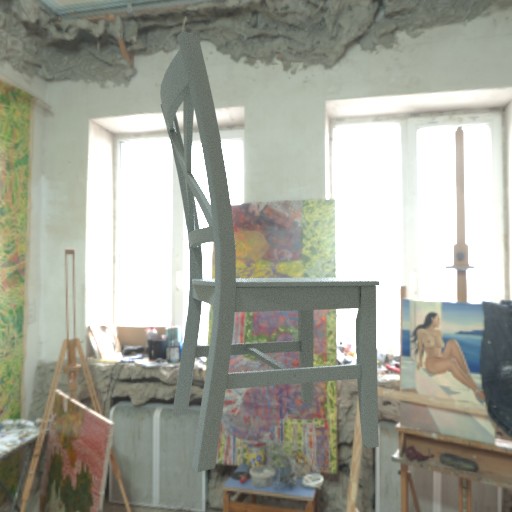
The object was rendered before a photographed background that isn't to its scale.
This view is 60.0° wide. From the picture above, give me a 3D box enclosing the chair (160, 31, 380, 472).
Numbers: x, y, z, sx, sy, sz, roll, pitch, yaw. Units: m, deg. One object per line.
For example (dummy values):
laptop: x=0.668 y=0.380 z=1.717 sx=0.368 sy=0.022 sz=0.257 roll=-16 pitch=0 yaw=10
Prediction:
chair: x=0.000 y=0.000 z=1.274 sx=0.542 sy=0.983 sz=0.485 roll=1 pitch=-2 yaw=-17
